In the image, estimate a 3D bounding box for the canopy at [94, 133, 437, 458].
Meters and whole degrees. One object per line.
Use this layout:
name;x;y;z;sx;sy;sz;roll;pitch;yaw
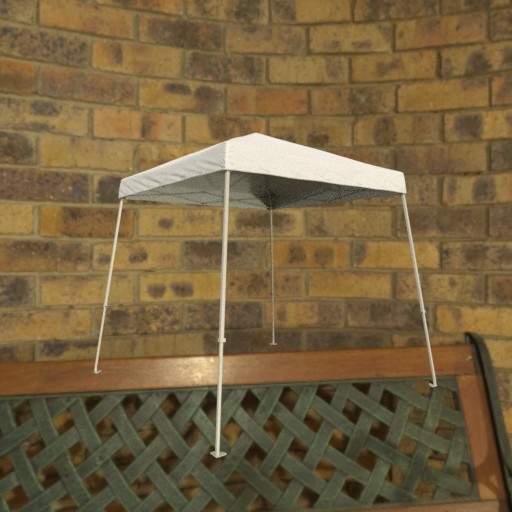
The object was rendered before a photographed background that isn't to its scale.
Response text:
canopy;0.000;0.000;6.500;3.599;3.600;3.600;0;1;-37
